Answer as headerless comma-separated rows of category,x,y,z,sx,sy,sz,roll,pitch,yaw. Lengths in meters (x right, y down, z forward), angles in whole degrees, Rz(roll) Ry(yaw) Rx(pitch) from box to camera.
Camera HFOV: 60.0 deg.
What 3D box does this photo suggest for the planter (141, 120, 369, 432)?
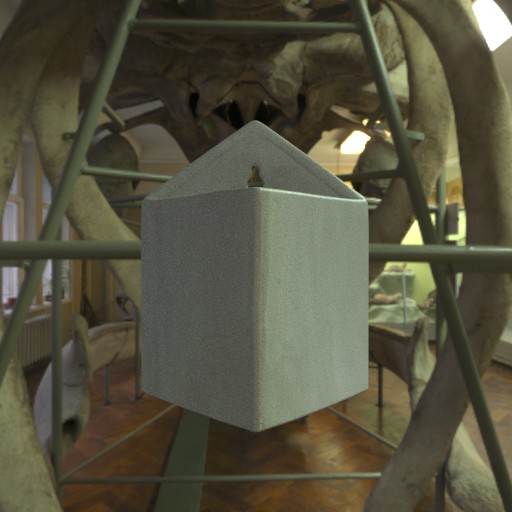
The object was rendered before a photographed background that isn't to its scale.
planter,0.000,0.000,0.282,0.163,0.194,0.080,0,1,-1
